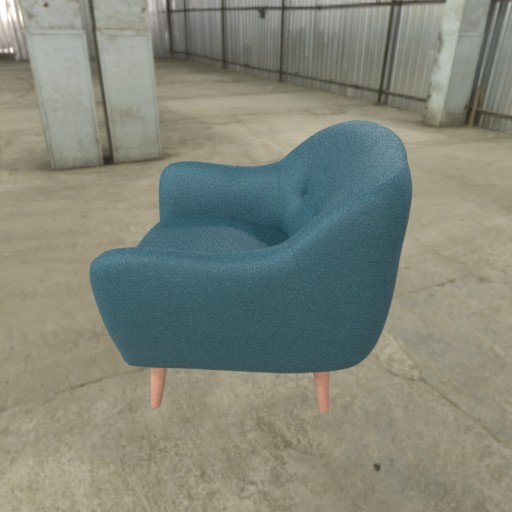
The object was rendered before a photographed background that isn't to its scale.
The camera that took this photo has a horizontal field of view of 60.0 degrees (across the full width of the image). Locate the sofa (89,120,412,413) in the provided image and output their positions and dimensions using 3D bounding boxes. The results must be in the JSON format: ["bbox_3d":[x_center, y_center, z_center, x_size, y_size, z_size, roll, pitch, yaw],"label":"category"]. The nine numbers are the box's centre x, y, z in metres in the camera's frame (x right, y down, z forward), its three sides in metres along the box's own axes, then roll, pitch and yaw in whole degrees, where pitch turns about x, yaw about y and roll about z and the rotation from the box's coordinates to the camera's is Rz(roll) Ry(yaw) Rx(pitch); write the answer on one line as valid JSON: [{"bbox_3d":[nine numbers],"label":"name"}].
[{"bbox_3d":[0.000,0.000,1.480,0.825,0.817,0.836,1,28,2],"label":"sofa"}]
